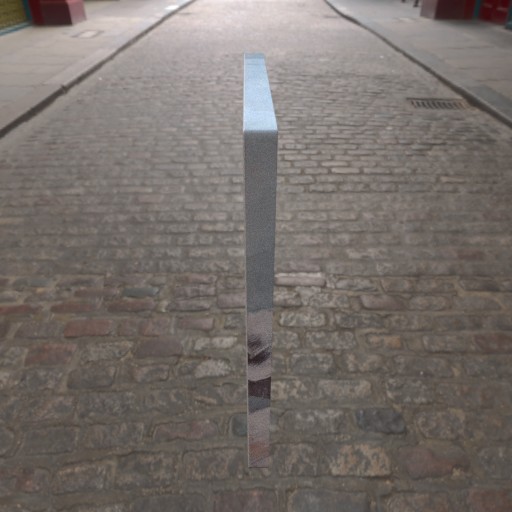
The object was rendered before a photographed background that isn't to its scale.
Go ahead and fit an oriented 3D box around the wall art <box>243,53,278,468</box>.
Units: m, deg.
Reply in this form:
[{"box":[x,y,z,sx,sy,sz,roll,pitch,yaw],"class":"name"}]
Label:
[{"box":[0.000,0.000,0.811,0.037,0.613,0.455,-1,34,-1],"class":"wall art"}]
